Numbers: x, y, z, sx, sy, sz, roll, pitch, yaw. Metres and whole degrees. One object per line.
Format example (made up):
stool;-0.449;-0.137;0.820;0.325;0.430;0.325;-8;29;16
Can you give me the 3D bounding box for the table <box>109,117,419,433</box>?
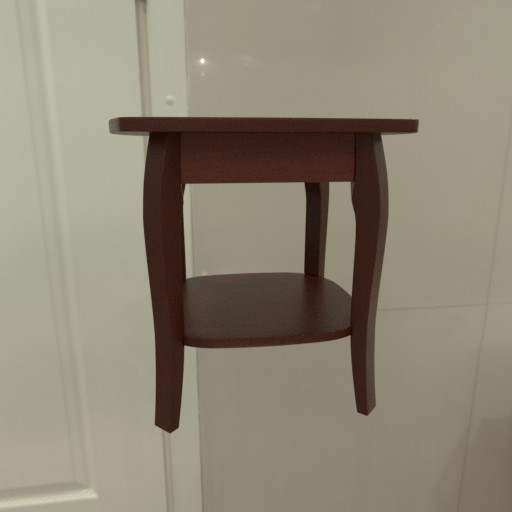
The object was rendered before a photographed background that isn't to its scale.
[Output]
table;0.000;0.000;0.867;0.502;0.496;0.433;-2;14;-8
